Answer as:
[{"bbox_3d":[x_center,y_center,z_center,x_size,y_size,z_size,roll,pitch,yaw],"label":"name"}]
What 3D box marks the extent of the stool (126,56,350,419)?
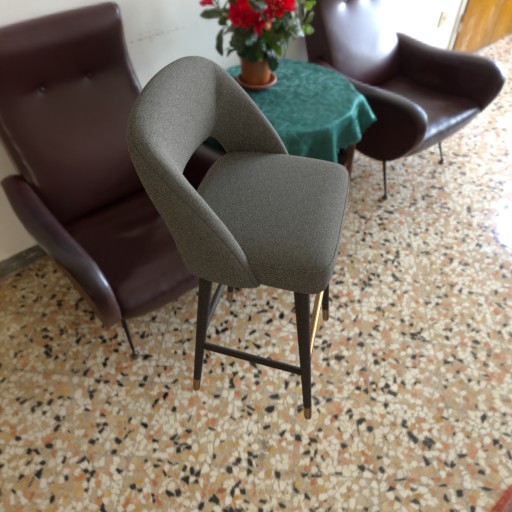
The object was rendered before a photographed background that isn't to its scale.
[{"bbox_3d":[0.000,0.000,1.384,0.524,1.089,0.536,11,47,10],"label":"stool"}]
